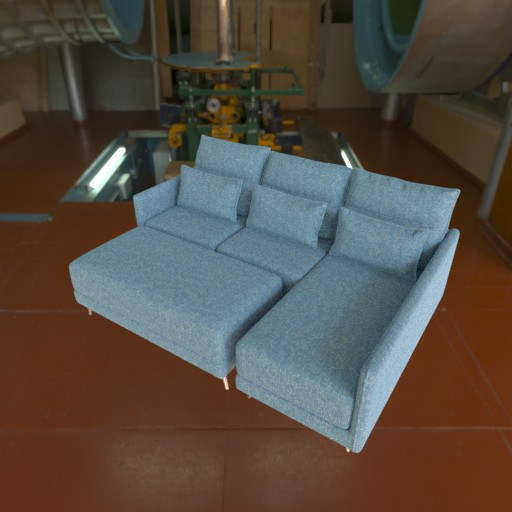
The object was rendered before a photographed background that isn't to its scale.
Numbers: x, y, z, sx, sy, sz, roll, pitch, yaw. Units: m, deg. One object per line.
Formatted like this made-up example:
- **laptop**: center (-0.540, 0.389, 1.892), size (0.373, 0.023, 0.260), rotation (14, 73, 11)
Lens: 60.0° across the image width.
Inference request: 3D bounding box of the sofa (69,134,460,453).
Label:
- **sofa**: center (0.000, 0.000, 2.749), size (2.034, 0.899, 1.420), rotation (19, 37, 28)
